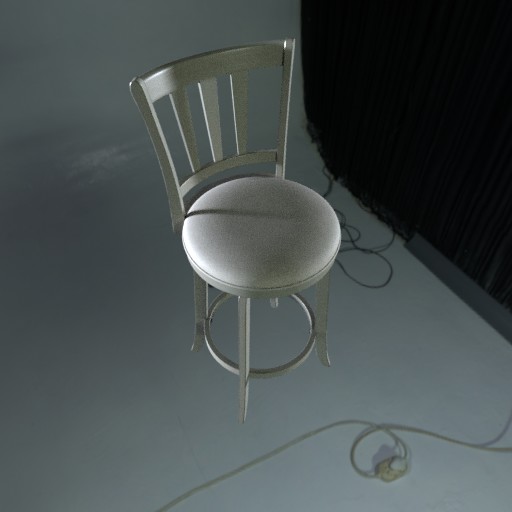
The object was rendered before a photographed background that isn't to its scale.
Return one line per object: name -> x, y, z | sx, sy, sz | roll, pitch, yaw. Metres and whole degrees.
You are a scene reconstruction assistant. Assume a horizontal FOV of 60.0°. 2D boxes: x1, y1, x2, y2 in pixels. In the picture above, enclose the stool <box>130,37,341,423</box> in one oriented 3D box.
stool -> 0.000, 0.000, 1.292 | 0.436, 1.042, 0.475 | -26, 51, -23
